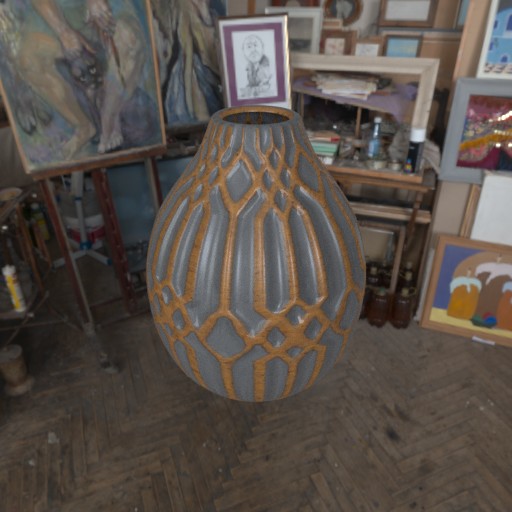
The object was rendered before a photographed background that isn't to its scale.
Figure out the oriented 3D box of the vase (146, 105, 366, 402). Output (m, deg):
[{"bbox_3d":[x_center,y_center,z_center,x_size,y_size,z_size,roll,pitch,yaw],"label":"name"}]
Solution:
[{"bbox_3d":[0.000,0.000,0.140,0.069,0.088,0.069,0,31,0],"label":"vase"}]
